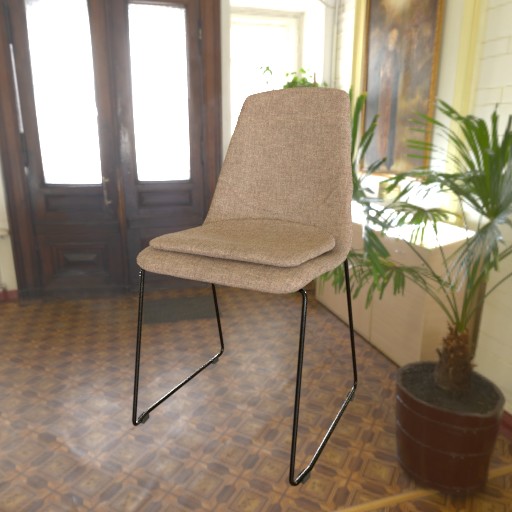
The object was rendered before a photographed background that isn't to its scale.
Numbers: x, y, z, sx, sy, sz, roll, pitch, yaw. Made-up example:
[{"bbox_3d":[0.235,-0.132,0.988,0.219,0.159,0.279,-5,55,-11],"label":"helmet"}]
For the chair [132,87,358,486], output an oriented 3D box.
[{"bbox_3d":[0.000,0.000,1.139,0.479,0.858,0.518,8,17,26],"label":"chair"}]
